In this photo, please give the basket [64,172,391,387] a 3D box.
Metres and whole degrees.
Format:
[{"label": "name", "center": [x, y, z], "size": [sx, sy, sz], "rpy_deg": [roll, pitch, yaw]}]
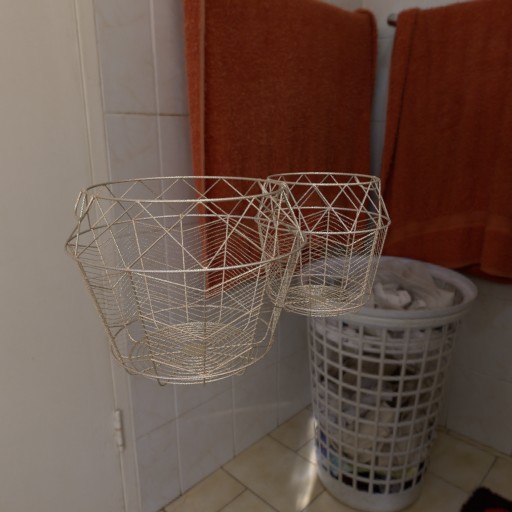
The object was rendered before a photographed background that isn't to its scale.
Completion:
[{"label": "basket", "center": [0.000, 0.000, 0.995], "size": [0.805, 0.343, 0.451], "rpy_deg": [-15, 21, -42]}]
